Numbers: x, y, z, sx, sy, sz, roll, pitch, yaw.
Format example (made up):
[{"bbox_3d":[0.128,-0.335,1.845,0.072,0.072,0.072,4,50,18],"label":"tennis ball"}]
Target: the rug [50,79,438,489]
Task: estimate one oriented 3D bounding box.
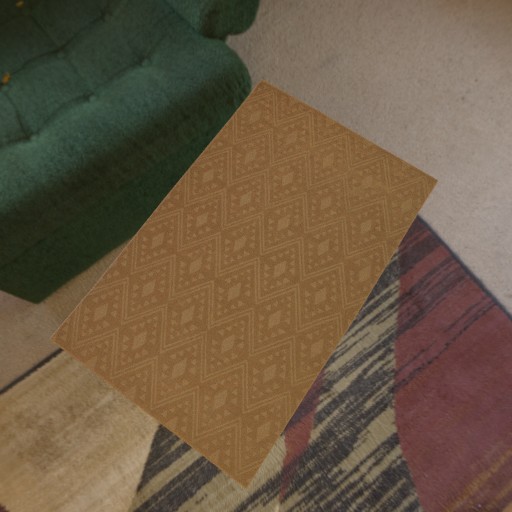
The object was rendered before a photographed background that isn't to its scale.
[{"bbox_3d":[0.000,0.000,3.027,1.553,0.053,2.430,33,76,9],"label":"rug"}]
